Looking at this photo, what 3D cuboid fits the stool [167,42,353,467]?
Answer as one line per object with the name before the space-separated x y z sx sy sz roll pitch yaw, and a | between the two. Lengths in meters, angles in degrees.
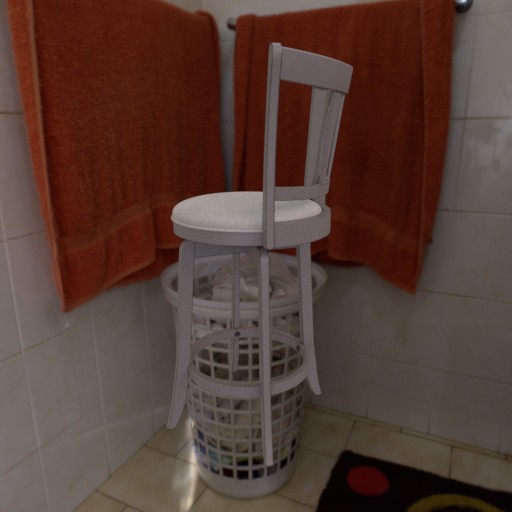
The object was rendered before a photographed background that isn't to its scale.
stool | 0.000 0.000 1.262 0.475 1.023 0.436 8 18 27
